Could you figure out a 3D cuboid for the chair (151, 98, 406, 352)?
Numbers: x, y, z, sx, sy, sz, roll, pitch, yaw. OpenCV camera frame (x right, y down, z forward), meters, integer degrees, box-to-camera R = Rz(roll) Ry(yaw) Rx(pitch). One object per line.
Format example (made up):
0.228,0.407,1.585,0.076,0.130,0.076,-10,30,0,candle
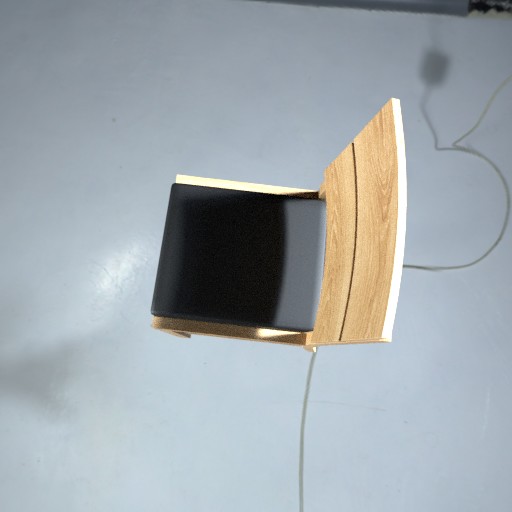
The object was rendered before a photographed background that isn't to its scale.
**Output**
0.000,0.000,1.296,0.569,0.950,0.475,6,76,1,chair
